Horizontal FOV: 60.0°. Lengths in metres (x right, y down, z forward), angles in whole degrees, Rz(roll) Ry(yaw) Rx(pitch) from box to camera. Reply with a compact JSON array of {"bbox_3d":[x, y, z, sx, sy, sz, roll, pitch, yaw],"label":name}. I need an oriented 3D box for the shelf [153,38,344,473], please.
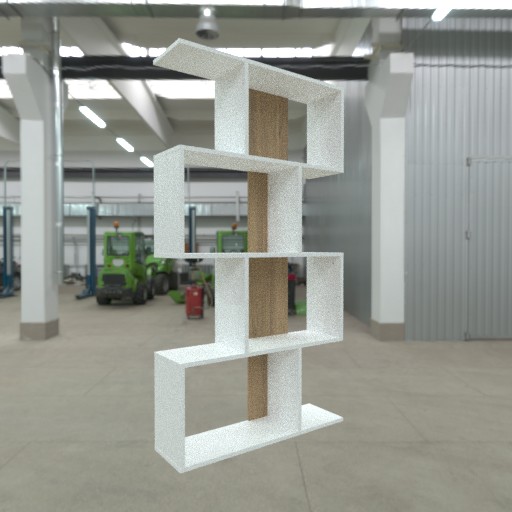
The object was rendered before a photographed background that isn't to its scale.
[{"bbox_3d":[0.000,0.000,2.039,0.890,1.650,0.250,-1,1,-36],"label":"shelf"}]
